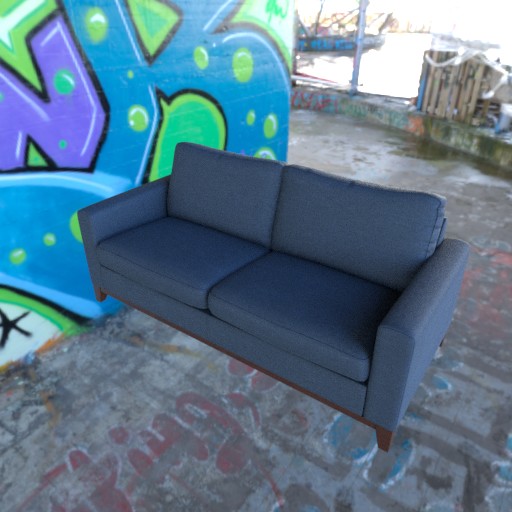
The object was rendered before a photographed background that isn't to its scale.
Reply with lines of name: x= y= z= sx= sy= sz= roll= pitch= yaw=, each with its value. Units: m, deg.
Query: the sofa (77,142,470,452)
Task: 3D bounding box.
sofa: x=0.000 y=0.000 z=2.353 sx=1.900 sy=0.865 sz=0.877 roll=19 pitch=35 yaw=30
